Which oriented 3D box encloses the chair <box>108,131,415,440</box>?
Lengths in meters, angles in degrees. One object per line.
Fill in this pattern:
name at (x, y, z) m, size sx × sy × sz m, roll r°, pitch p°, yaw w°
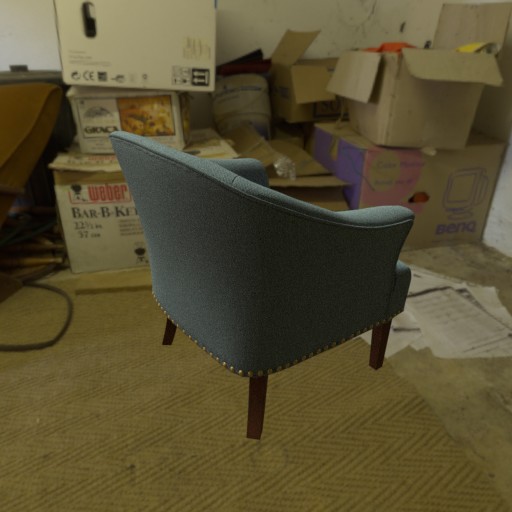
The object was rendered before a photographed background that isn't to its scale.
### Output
chair at (0.000, 0.000, 1.407) m, size 0.704 × 0.815 × 0.772 m, roll -18°, pitch 32°, yaw -32°
